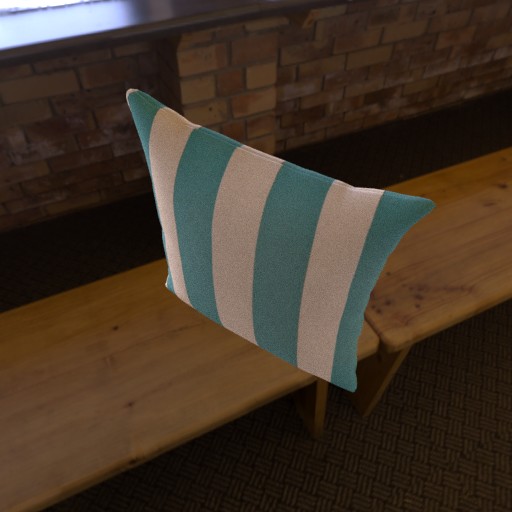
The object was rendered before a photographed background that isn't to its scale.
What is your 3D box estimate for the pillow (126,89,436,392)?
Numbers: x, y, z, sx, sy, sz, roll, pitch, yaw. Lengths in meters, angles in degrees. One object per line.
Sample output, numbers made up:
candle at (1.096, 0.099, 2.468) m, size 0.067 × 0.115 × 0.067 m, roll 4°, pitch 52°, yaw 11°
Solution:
pillow at (0.000, 0.000, 0.837) m, size 0.536 × 0.526 × 0.189 m, roll 25°, pitch 52°, yaw 21°
